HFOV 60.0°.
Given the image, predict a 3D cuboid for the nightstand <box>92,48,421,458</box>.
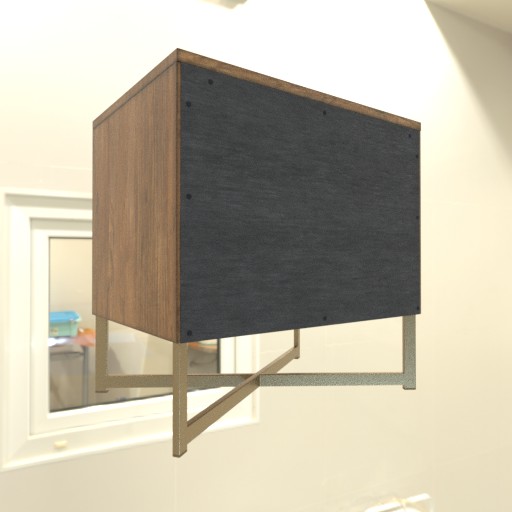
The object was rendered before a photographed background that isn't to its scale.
[{"bbox_3d":[0.000,0.000,1.010,0.610,0.610,0.446,0,-1,-36],"label":"nightstand"}]
